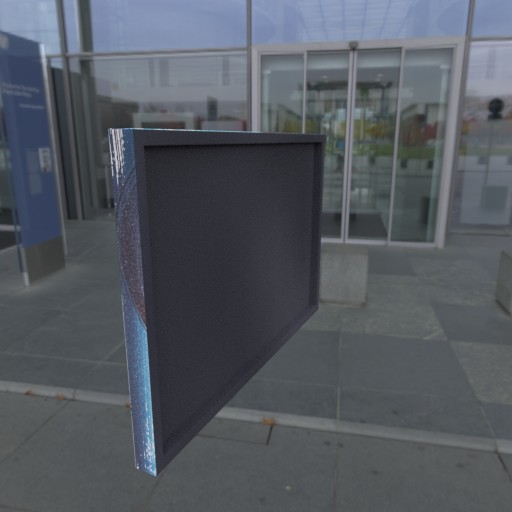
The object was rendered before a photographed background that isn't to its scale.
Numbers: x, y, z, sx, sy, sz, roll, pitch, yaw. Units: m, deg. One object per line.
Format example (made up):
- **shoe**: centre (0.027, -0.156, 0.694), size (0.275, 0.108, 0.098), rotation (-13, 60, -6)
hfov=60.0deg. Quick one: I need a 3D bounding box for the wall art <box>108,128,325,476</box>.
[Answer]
- **wall art**: centre (0.000, 0.000, 0.756), size (0.033, 0.406, 0.609), rotation (7, 16, 25)
